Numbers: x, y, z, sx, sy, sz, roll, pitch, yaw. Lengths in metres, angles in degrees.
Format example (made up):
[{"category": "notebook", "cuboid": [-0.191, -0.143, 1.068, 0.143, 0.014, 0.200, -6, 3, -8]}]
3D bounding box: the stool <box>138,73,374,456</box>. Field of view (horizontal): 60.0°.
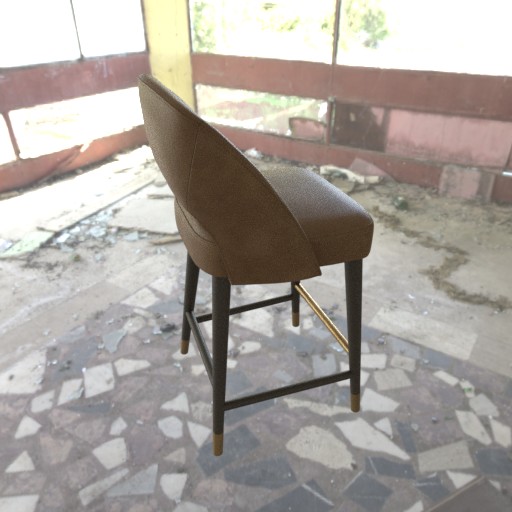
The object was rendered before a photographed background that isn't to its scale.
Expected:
[{"category": "stool", "cuboid": [0.000, 0.000, 1.208, 0.509, 0.940, 0.494, -10, 32, -17]}]
